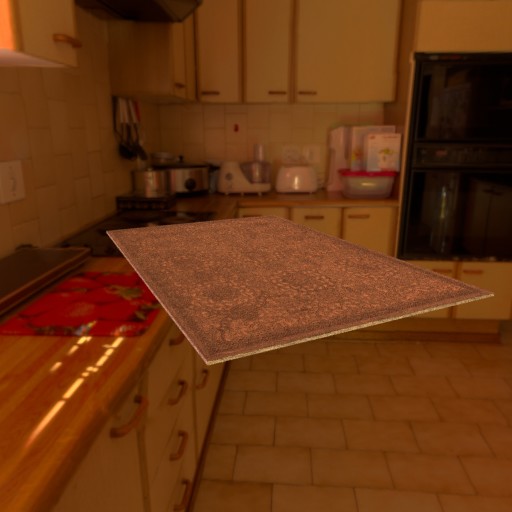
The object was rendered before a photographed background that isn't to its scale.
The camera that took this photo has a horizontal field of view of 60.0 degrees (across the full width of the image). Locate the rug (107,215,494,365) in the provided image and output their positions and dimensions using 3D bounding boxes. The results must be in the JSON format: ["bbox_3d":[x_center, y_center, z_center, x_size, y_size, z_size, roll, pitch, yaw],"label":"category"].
[{"bbox_3d":[0.000,0.000,2.282,1.208,0.012,1.819,-8,18,-25],"label":"rug"}]
